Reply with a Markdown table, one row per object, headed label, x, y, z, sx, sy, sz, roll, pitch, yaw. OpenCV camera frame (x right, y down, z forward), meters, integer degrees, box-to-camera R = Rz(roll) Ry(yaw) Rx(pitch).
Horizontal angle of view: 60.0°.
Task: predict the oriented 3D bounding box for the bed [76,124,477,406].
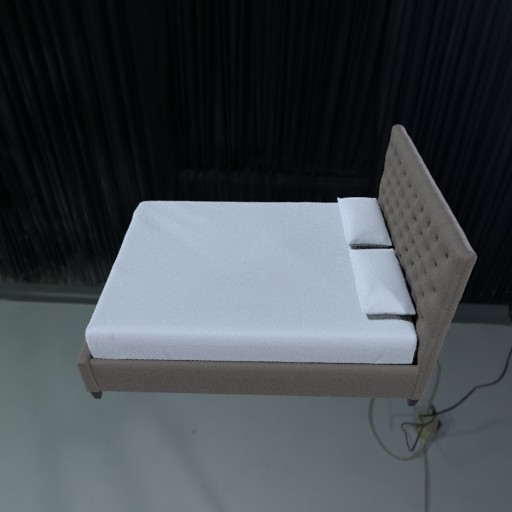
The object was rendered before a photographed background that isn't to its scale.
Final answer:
| label | x | y | z | sx | sy | sz | roll | pitch | yaw |
| --- | --- | --- | --- | --- | --- | --- | --- | --- | --- |
| bed | 0.000 | 0.000 | 3.402 | 2.387 | 1.427 | 1.698 | 1 | 39 | 1 |
